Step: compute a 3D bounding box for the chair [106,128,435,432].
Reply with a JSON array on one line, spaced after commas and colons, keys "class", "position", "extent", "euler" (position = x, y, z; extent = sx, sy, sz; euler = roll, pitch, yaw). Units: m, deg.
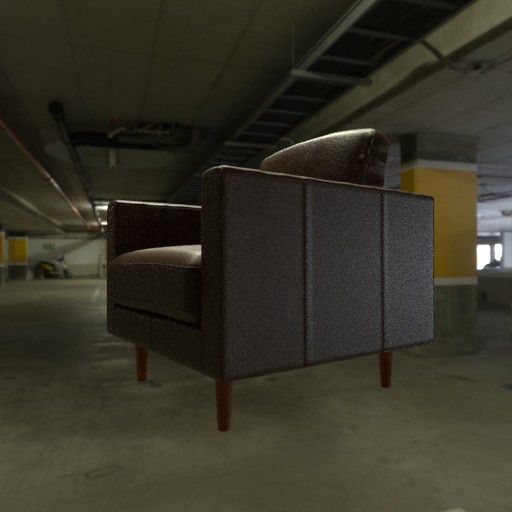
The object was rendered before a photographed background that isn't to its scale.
[{"class": "chair", "position": [0.000, 0.000, 1.648], "extent": [0.909, 0.956, 0.890], "euler": [0, 0, -36]}]
